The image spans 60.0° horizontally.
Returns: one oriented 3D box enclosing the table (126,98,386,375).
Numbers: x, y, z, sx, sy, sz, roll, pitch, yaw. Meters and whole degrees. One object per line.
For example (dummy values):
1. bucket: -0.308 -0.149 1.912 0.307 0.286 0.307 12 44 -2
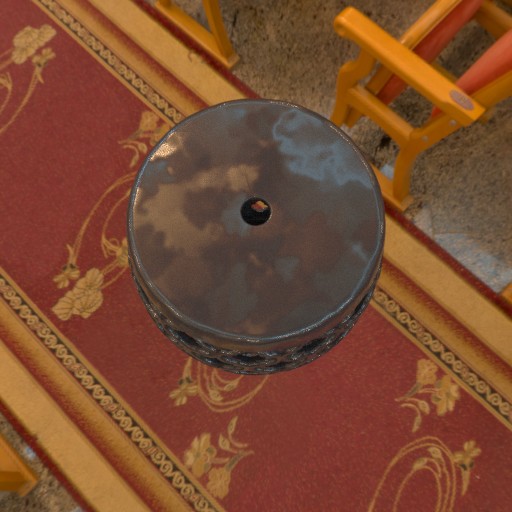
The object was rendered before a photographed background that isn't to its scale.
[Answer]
1. table: 0.000 0.000 0.629 0.325 0.388 0.325 0 77 0
